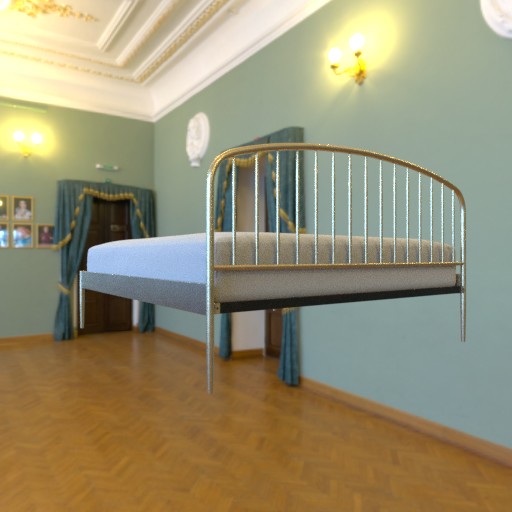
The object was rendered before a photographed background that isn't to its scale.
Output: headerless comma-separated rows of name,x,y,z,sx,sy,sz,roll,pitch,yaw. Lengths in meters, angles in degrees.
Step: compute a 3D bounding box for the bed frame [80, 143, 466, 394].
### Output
bed frame,0.000,0.000,3.329,2.016,1.174,2.152,0,0,-35
